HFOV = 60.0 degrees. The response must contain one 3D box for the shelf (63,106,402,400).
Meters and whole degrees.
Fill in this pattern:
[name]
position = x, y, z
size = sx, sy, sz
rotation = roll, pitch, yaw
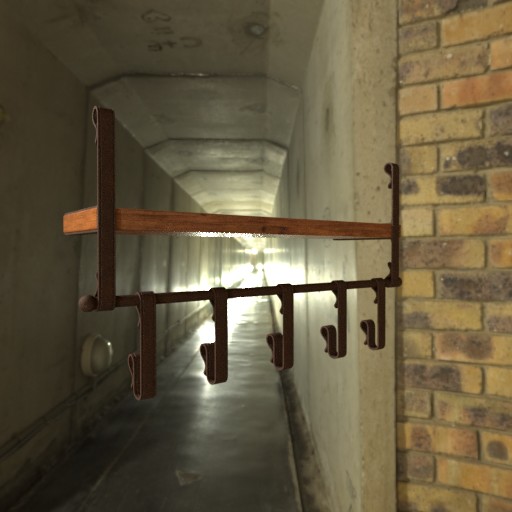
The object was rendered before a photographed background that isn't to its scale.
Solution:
[shelf]
position = 0.000, 0.000, 0.692
size = 0.567, 0.330, 0.146
rotation = -1, 1, -37
